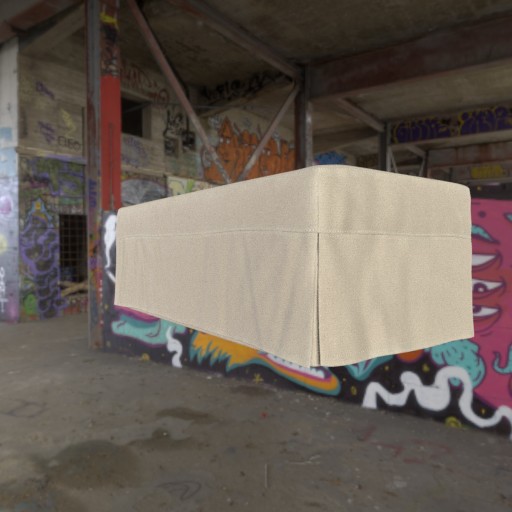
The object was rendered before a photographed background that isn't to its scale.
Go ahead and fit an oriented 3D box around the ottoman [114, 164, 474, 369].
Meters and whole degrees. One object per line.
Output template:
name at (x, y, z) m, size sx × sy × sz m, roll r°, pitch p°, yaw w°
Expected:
ottoman at (0.000, 0.000, 1.671) m, size 0.665 × 0.457 × 1.388 m, roll -1°, pitch 1°, yaw -35°
